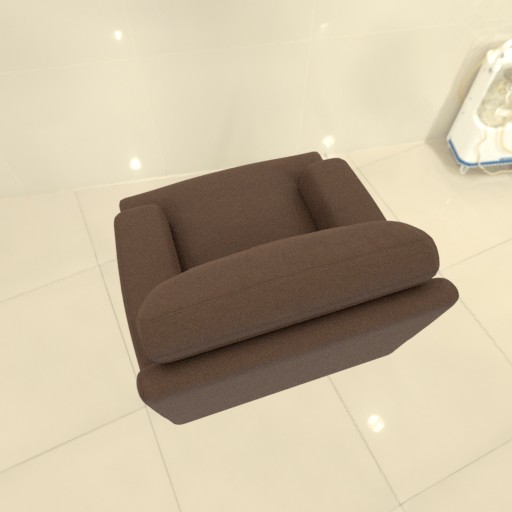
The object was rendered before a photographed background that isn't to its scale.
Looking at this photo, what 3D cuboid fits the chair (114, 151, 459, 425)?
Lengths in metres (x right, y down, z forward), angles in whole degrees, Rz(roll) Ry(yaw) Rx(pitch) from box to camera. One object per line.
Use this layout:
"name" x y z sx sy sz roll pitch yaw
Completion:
"chair" 0.000 0.000 1.959 1.168 0.940 1.143 -16 60 -9
